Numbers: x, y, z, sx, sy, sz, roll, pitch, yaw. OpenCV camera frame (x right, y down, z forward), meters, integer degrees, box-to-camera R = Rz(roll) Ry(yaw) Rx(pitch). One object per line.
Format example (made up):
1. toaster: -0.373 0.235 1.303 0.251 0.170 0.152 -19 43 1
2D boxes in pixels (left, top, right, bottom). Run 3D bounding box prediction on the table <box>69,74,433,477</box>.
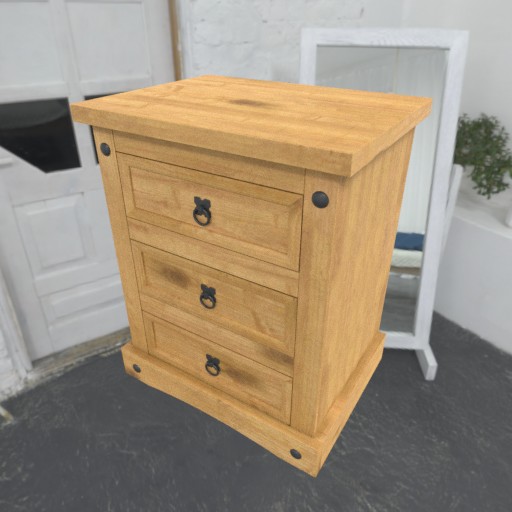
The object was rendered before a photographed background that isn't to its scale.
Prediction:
1. table: 0.000 0.000 1.208 0.660 0.813 0.500 18 35 27
